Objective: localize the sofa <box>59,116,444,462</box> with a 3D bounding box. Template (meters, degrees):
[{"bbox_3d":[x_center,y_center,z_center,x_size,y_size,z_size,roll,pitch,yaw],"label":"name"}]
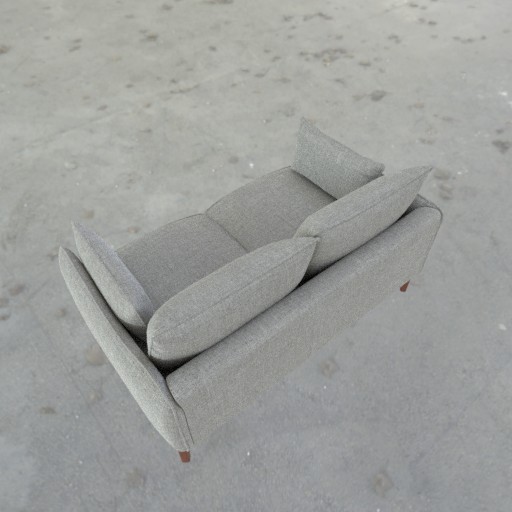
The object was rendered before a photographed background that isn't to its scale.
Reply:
[{"bbox_3d":[0.000,0.000,2.117,1.580,0.851,0.972,-31,54,-25],"label":"sofa"}]
